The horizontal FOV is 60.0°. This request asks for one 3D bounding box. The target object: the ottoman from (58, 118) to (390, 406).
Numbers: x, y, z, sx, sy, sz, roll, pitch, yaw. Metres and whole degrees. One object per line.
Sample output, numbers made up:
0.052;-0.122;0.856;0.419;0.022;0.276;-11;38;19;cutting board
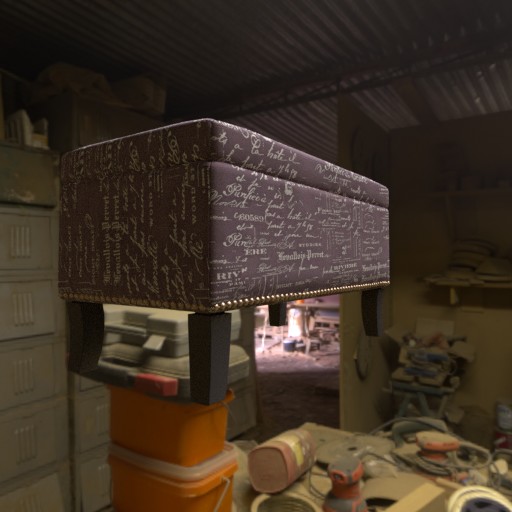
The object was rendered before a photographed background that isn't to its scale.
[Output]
0.000;0.000;1.084;0.406;0.457;0.813;0;-1;35;ottoman
